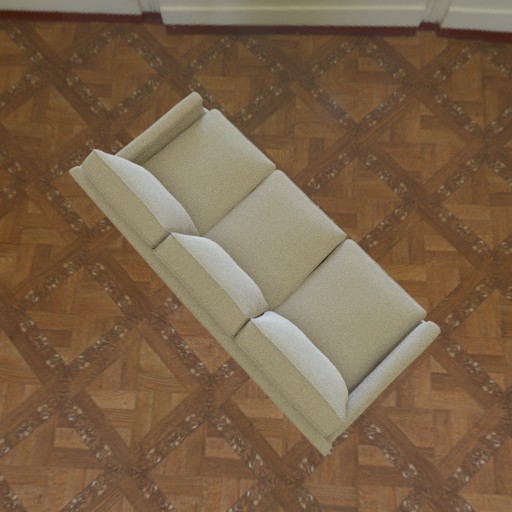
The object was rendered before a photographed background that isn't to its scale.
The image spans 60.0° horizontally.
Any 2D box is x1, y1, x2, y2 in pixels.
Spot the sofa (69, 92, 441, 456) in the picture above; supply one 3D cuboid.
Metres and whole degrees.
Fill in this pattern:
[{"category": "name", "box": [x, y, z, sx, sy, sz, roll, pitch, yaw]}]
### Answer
[{"category": "sofa", "box": [0.000, 0.000, 2.874, 1.084, 1.003, 2.246, -42, 79, -10]}]
